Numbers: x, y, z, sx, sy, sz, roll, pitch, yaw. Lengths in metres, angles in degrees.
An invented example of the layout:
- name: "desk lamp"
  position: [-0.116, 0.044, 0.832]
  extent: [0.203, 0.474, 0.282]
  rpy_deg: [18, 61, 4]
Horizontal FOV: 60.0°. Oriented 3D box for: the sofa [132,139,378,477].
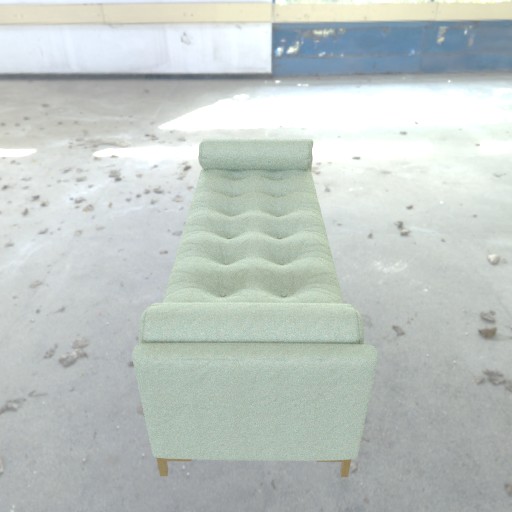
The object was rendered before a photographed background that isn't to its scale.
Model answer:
- name: "sofa"
  position: [0.000, 0.000, 2.395]
  extent: [0.796, 0.705, 2.102]
  rpy_deg: [0, 33, 0]
